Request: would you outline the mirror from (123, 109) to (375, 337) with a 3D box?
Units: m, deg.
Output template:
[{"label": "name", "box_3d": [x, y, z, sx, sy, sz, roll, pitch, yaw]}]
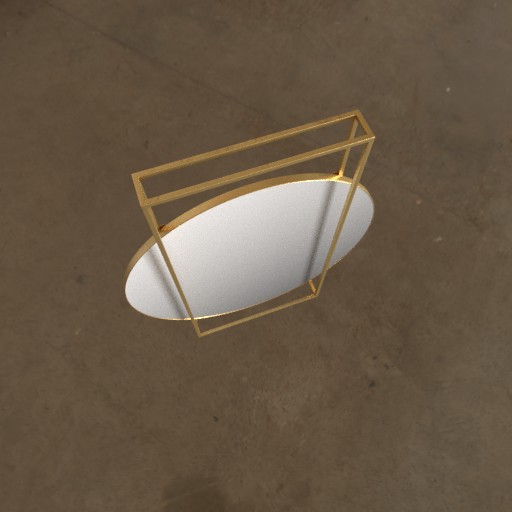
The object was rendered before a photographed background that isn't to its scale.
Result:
[{"label": "mirror", "box_3d": [0.000, 0.000, 0.841, 0.508, 0.603, 0.051, -18, 66, -8]}]
